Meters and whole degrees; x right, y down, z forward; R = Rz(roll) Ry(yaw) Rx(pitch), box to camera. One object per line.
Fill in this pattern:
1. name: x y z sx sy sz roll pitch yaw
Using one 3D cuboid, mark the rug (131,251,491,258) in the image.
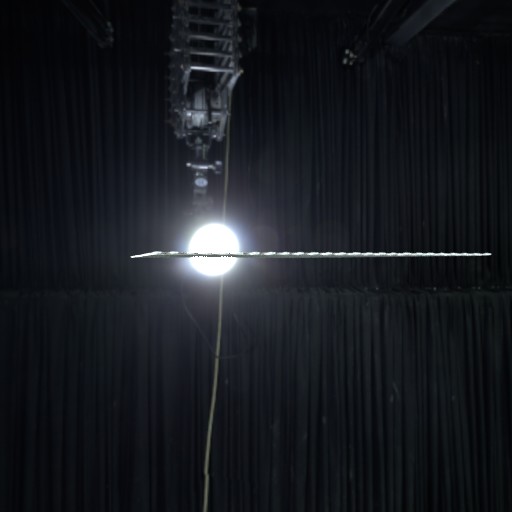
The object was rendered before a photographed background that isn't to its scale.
1. rug: 0.000 0.000 2.968 1.539 0.011 2.410 0 -1 -18
